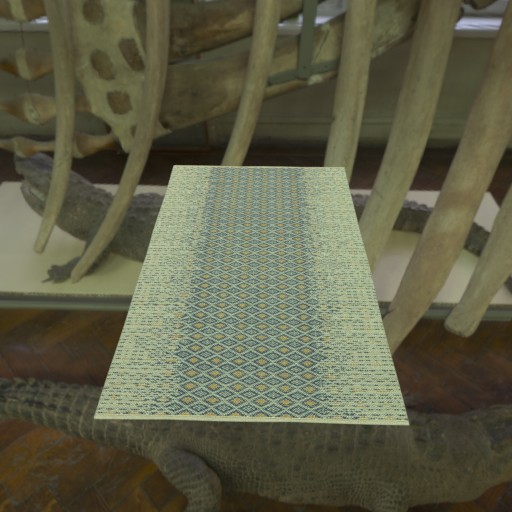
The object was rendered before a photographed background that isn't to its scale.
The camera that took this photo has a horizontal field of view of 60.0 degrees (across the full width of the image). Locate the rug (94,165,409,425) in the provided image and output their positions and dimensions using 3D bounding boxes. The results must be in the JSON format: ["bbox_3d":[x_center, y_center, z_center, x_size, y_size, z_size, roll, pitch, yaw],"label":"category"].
[{"bbox_3d":[0.000,0.000,3.078,1.541,0.008,2.448,1,41,1],"label":"rug"}]
